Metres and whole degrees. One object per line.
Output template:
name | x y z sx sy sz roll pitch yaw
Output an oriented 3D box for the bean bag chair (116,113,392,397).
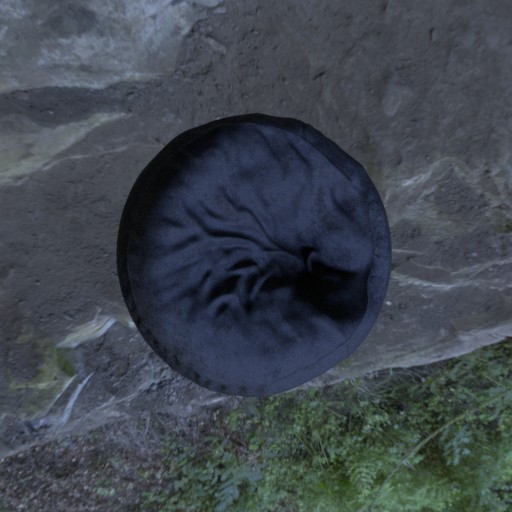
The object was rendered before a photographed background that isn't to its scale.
bean bag chair | 0.000 0.000 2.448 1.525 0.751 1.525 0 90 -2
